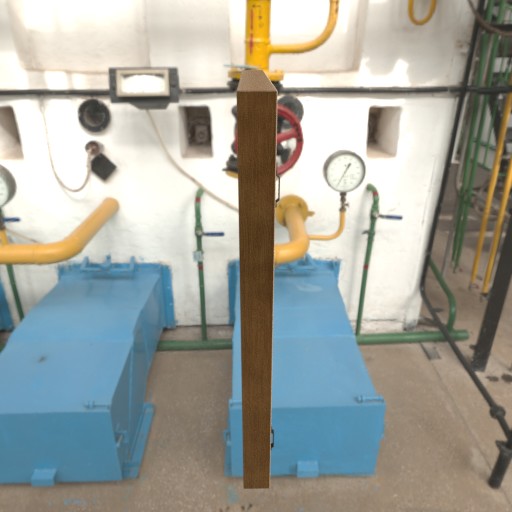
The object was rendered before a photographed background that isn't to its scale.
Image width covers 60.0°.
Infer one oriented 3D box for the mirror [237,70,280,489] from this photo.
[{"bbox_3d":[0.000,0.000,0.677,0.041,0.508,0.405,0,25,-1],"label":"mirror"}]
